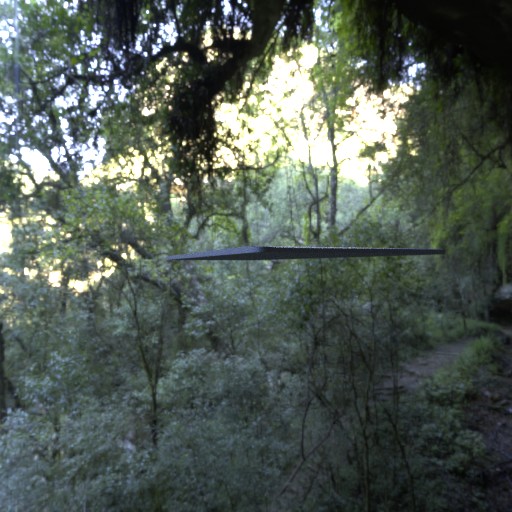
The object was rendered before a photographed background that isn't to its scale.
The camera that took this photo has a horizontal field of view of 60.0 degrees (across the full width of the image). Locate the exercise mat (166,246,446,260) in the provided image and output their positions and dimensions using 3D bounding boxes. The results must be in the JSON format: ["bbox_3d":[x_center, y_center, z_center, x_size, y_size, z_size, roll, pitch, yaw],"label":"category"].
[{"bbox_3d":[0.000,0.000,2.111,0.616,0.021,1.884,0,-1,-19],"label":"exercise mat"}]
